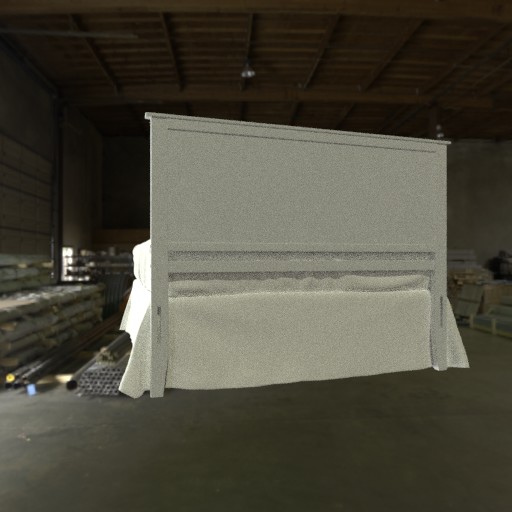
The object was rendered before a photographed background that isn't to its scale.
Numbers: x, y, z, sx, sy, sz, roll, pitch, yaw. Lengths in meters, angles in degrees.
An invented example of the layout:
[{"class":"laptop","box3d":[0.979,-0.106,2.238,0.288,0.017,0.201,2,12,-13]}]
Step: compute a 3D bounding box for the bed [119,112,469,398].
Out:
[{"class":"bed","box3d":[0.000,0.000,3.143,1.876,1.269,2.047,0,0,-18]}]
